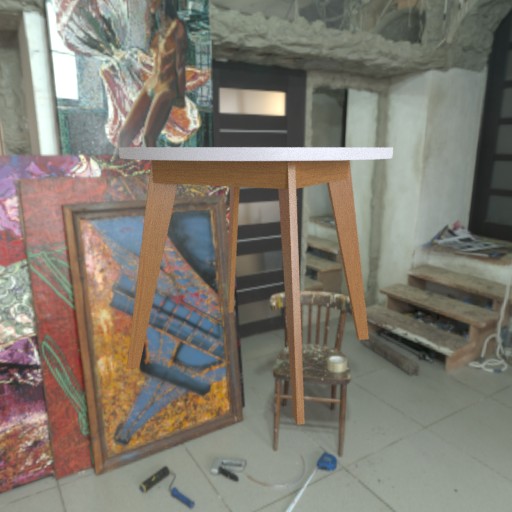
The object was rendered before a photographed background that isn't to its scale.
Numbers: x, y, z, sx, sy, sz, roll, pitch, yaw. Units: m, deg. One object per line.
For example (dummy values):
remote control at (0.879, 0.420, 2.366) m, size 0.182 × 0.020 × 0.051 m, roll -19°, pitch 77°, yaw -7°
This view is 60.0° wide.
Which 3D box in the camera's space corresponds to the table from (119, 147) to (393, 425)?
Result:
table at (0.000, 0.000, 1.602) m, size 0.896 × 0.762 × 0.896 m, roll 0°, pitch 14°, yaw 0°
